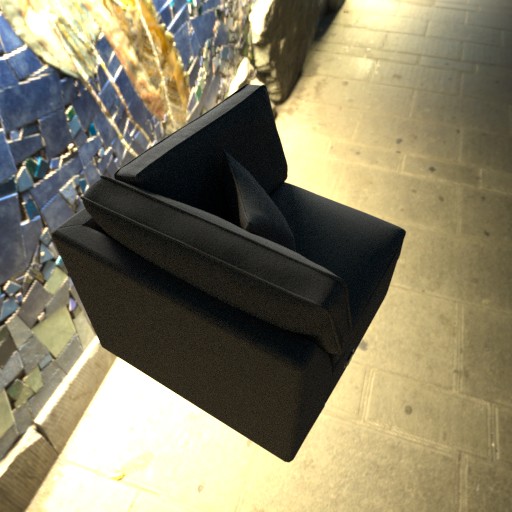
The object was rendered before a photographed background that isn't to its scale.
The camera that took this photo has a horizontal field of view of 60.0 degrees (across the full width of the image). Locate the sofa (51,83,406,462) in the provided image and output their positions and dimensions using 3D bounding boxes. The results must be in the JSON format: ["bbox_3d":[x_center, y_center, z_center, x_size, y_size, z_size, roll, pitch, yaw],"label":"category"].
[{"bbox_3d":[0.000,0.000,1.982,1.084,1.002,1.146,25,51,22],"label":"sofa"}]
